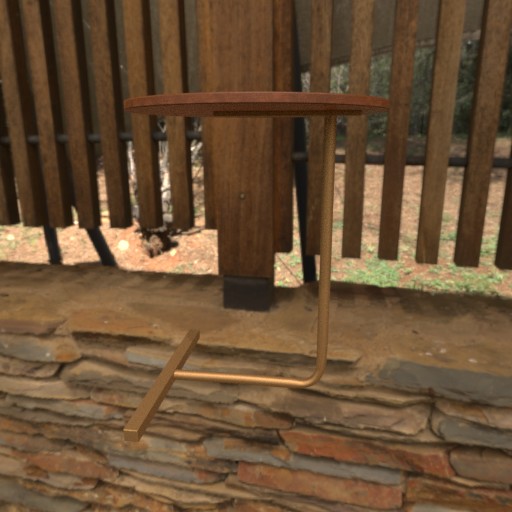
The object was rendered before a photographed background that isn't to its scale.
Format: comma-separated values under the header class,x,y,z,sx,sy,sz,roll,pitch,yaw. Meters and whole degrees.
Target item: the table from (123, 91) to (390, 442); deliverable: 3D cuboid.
class,x,y,z,sx,sy,sz,roll,pitch,yaw
table,0.000,0.000,1.084,0.577,0.706,0.530,2,15,7
